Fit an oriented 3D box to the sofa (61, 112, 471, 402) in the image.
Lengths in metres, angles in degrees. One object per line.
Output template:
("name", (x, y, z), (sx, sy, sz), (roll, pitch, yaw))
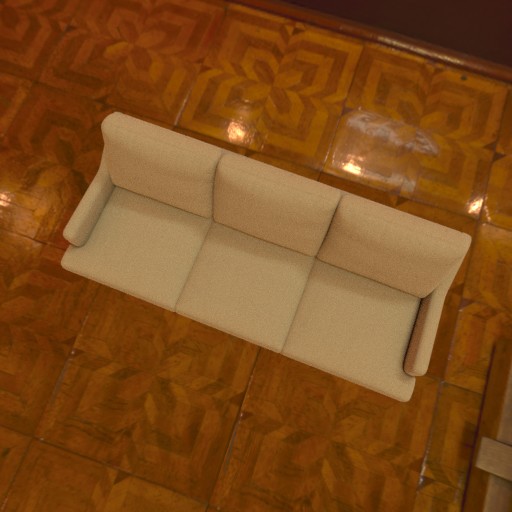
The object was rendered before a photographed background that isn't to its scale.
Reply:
("sofa", (0.000, 0.000, 2.777), (2.321, 0.913, 1.000), (20, 75, 6))
